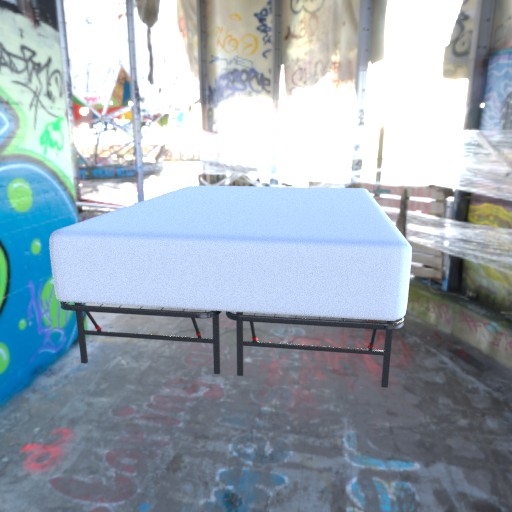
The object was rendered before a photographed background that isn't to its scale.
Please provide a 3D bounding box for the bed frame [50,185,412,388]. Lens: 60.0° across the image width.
[{"bbox_3d":[0.000,0.000,2.818,1.528,0.677,2.037,2,15,8],"label":"bed frame"}]
